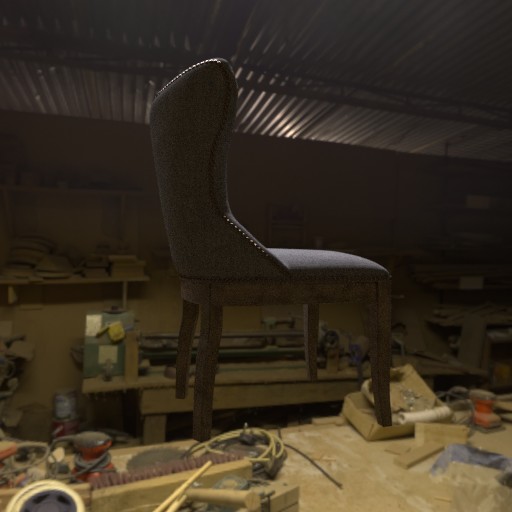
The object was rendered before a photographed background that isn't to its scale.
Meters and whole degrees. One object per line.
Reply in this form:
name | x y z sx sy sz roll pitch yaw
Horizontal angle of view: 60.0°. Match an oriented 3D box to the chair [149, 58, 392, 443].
chair | 0.000 0.000 1.457 0.681 1.002 0.654 0 0 -18
